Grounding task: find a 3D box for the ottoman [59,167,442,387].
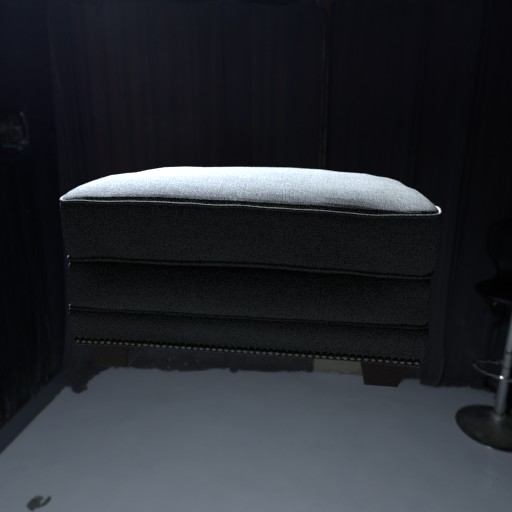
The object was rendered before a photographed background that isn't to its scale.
[{"bbox_3d":[0.000,0.000,1.181,0.813,0.457,0.561,2,15,8],"label":"ottoman"}]
